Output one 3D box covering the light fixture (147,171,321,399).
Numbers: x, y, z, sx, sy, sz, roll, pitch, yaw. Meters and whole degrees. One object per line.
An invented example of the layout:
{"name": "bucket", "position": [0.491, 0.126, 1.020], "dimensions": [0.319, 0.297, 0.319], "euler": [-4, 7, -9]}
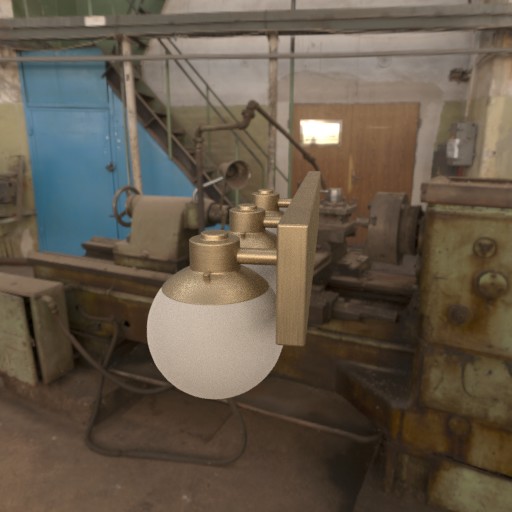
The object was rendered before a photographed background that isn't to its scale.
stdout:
{"name": "light fixture", "position": [0.000, 0.000, 0.828], "dimensions": [0.218, 0.263, 0.721], "euler": [2, 15, 9]}
